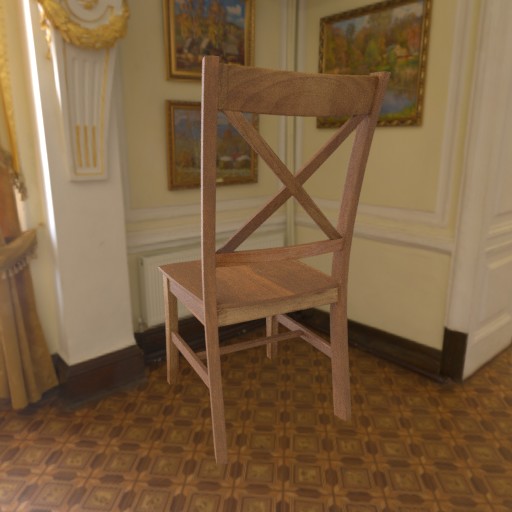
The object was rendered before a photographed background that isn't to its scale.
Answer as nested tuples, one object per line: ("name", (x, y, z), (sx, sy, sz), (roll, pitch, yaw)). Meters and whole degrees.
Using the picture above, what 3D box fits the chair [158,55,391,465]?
("chair", (0.000, 0.000, 1.310), (0.485, 0.983, 0.542), (-8, 17, -27))
